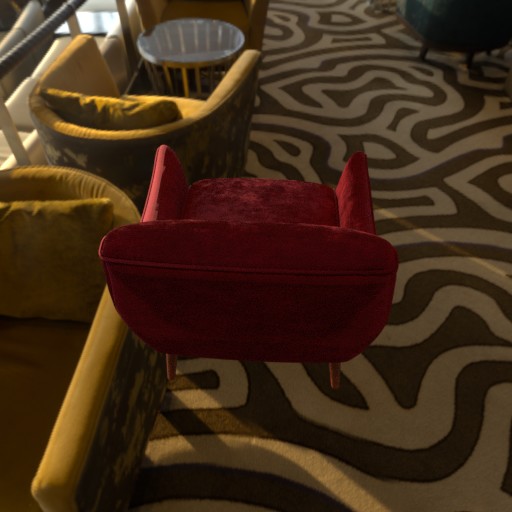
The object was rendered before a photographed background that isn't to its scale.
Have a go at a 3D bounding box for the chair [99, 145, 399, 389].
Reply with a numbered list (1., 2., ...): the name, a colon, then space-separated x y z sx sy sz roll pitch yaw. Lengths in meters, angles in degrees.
1. chair: 0.000 0.000 1.446 0.762 0.838 0.787 2 47 2
